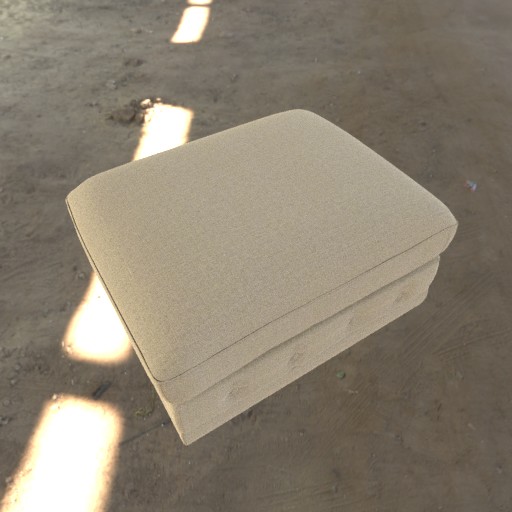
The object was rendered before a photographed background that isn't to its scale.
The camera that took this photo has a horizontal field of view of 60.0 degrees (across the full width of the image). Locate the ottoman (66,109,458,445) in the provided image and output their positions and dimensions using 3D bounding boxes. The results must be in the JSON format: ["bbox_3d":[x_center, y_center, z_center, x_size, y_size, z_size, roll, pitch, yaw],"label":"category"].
[{"bbox_3d":[0.000,0.000,1.037,0.684,0.463,0.541,-24,51,-21],"label":"ottoman"}]
